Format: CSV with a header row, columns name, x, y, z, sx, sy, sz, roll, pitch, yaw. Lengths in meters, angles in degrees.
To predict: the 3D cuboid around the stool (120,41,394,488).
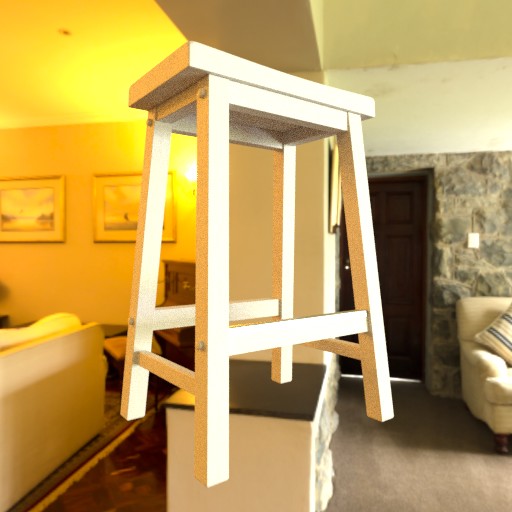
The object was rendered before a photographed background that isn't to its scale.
name,x,y,z,sx,sy,sz,roll,pitch,yaw
stool,0.000,0.000,0.833,0.406,0.610,0.322,-1,1,-37
